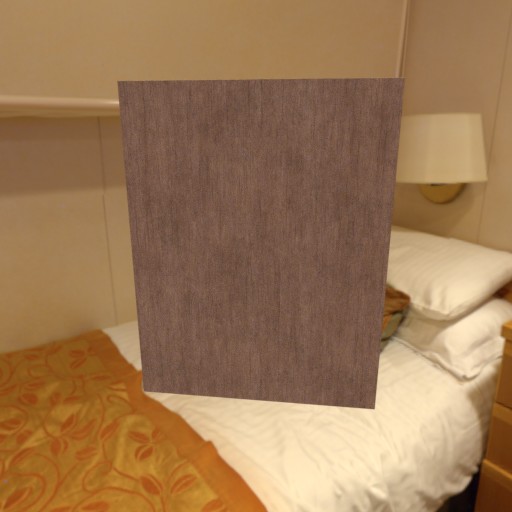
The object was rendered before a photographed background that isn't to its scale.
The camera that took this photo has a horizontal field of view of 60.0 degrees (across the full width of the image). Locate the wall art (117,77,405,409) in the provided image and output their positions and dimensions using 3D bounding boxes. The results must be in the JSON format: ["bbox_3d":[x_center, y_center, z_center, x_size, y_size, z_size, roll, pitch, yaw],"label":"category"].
[{"bbox_3d":[0.000,0.000,0.924,0.534,0.686,0.018,2,17,7],"label":"wall art"}]
